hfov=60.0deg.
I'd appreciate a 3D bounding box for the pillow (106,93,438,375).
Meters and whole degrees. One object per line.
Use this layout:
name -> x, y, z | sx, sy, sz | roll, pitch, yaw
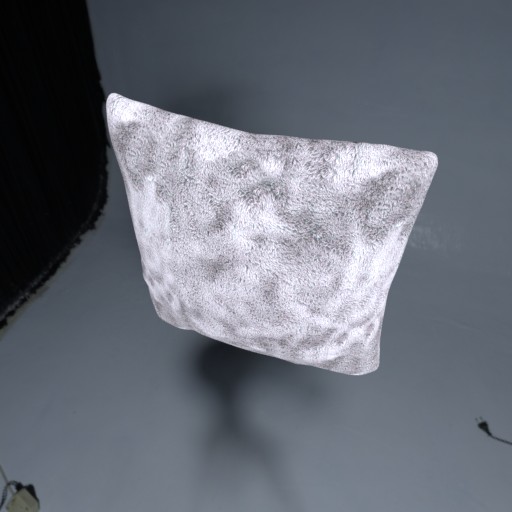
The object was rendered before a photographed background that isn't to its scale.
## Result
pillow -> 0.000, 0.000, 0.802 | 0.522, 0.520, 0.204 | 13, 44, 14
